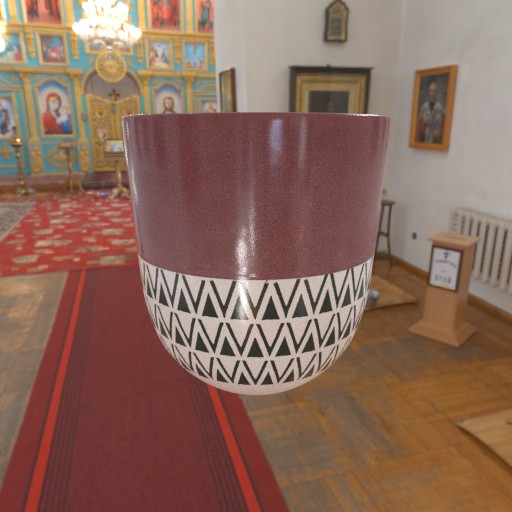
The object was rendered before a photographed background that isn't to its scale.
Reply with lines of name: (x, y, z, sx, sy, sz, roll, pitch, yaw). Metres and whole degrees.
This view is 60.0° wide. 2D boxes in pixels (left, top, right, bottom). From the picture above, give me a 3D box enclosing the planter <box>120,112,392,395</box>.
planter: (0.000, 0.000, 0.360, 0.195, 0.214, 0.195, 0, 16, 0)
